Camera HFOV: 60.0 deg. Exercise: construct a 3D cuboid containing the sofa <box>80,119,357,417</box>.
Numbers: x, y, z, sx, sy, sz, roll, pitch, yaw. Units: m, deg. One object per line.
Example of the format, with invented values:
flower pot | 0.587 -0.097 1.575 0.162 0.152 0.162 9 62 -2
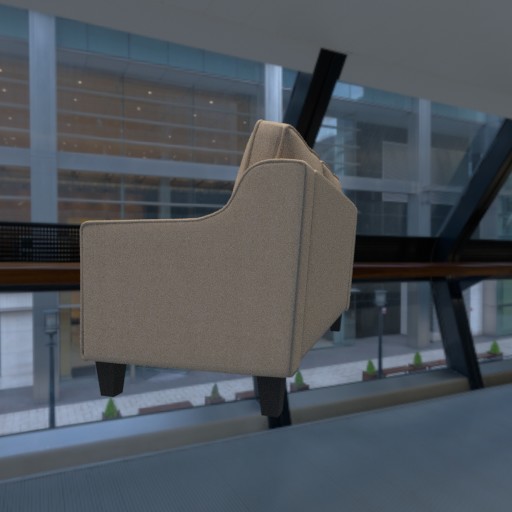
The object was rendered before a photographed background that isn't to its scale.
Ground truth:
sofa | 0.000 0.000 3.513 1.351 1.562 2.587 0 1 18
